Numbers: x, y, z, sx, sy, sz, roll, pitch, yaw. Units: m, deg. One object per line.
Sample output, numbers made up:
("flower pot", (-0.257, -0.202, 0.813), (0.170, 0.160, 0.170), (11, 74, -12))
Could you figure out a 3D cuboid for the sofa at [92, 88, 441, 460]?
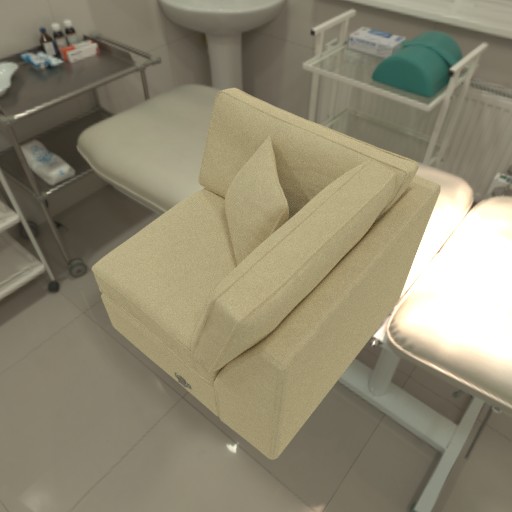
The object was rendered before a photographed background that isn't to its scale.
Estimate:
("sofa", (0.000, 0.000, 2.000), (1.084, 1.002, 1.146), (31, 54, 26))
